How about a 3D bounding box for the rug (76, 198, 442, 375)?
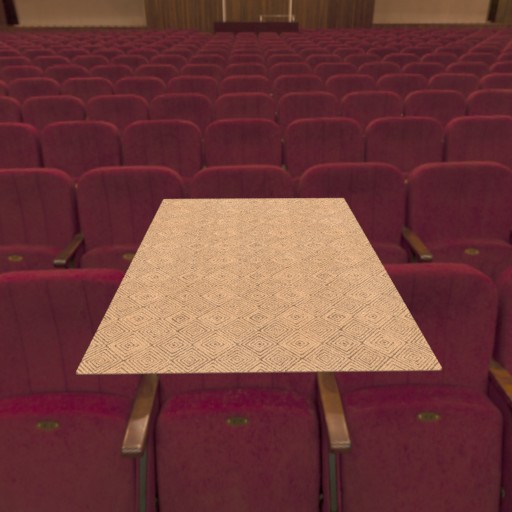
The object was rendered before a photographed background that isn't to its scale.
[{"bbox_3d":[0.000,0.000,2.921,1.593,0.008,2.238,0,27,-1],"label":"rug"}]
